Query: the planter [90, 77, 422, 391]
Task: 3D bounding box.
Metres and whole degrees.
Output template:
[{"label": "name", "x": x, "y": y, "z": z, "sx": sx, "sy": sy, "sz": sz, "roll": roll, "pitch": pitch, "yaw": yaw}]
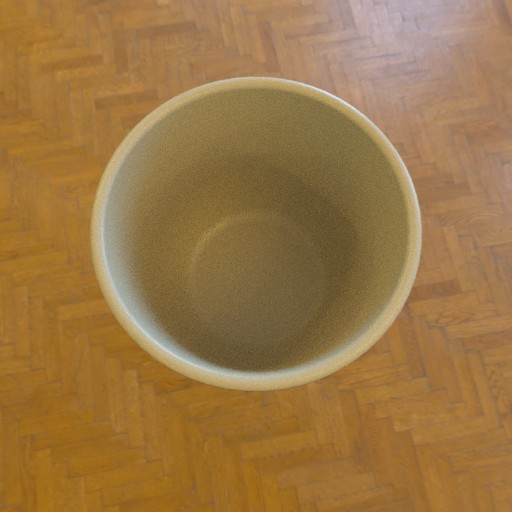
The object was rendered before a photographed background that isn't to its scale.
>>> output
[{"label": "planter", "x": 0.000, "y": 0.000, "z": 0.217, "sx": 0.124, "sy": 0.109, "sz": 0.124, "roll": 0, "pitch": 75, "yaw": 0}]
